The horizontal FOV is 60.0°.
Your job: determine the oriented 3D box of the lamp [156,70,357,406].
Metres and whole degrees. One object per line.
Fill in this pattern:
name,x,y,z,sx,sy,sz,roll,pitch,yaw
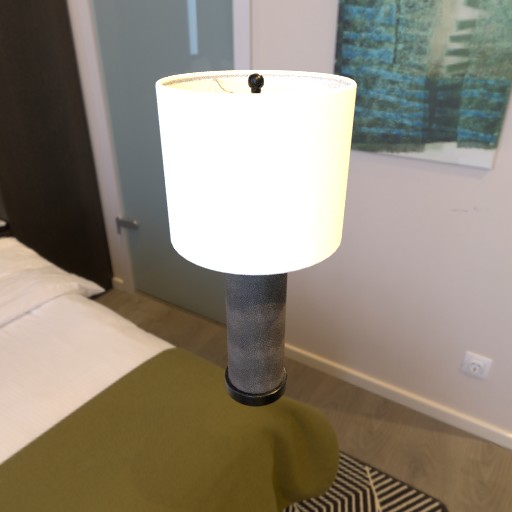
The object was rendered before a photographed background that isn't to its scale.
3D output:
lamp,0.000,0.000,0.828,0.305,0.634,0.305,1,28,2
